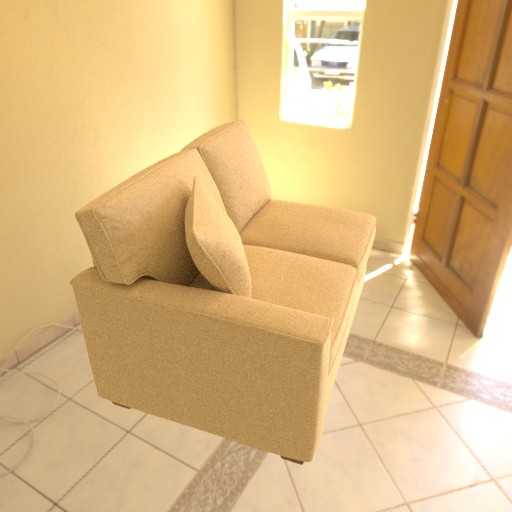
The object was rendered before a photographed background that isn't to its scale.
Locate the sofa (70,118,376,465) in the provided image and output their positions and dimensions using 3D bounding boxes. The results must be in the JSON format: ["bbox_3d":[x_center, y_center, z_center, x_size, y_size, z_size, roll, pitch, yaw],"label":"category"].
[{"bbox_3d":[0.000,0.000,2.125,0.991,0.989,1.388,10,31,18],"label":"sofa"}]
